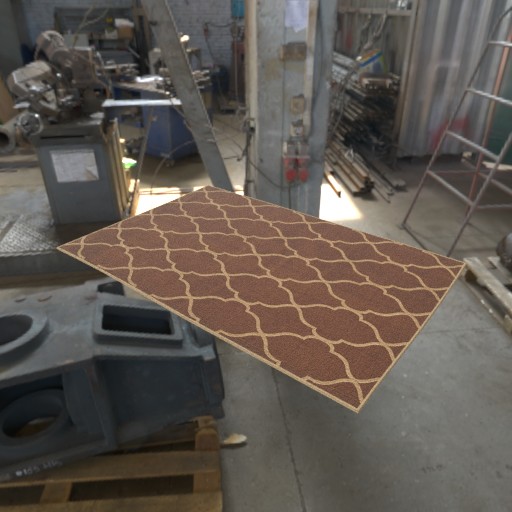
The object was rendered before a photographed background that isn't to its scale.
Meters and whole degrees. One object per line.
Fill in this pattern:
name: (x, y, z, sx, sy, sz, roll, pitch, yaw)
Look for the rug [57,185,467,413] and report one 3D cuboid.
rug: (0.000, 0.000, 2.946, 2.290, 0.014, 1.526, 21, 36, 32)
